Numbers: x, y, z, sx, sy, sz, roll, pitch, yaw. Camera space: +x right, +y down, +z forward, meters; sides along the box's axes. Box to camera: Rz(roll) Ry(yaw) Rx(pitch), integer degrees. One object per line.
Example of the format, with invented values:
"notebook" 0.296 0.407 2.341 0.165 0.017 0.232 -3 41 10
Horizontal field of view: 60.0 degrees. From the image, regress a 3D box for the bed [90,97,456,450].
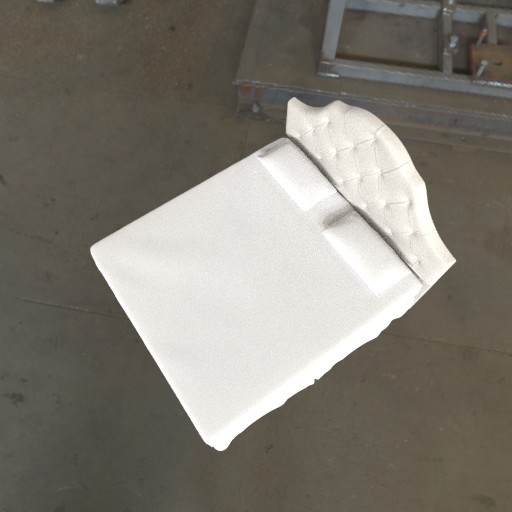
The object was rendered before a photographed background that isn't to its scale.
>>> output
"bed" 0.000 0.000 3.541 2.214 1.615 2.008 -33 69 -14
